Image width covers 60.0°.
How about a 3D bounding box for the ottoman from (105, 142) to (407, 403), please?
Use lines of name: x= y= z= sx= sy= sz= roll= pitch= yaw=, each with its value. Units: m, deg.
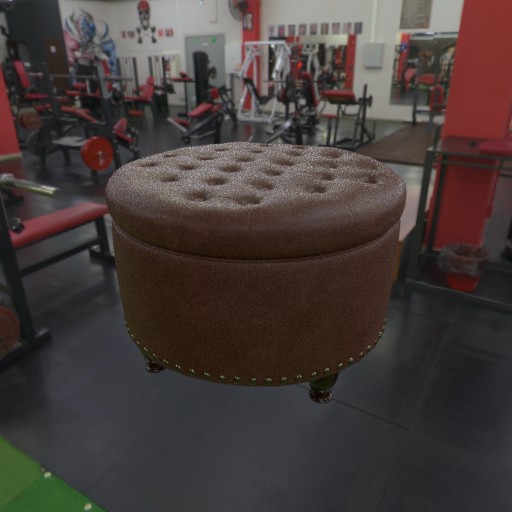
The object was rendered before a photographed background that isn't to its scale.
ottoman: x=0.000 y=0.000 z=1.056 sx=0.637 sy=0.442 sz=0.637 roll=0 pitch=25 yaw=0
